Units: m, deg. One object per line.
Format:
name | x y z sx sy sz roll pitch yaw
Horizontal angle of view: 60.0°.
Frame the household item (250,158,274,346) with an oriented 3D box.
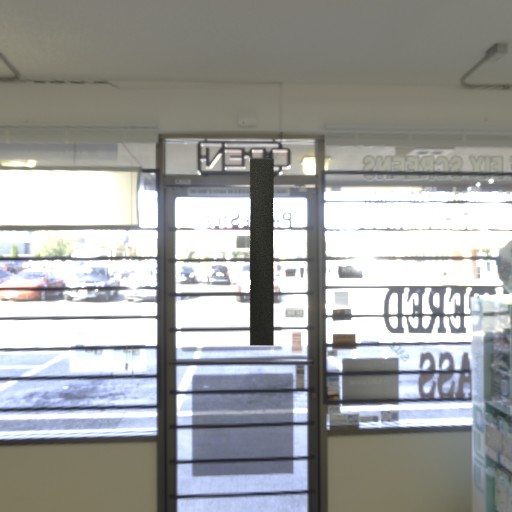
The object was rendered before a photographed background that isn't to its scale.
household item | 0.000 0.000 1.057 0.030 0.236 1.001 0 -1 -1
